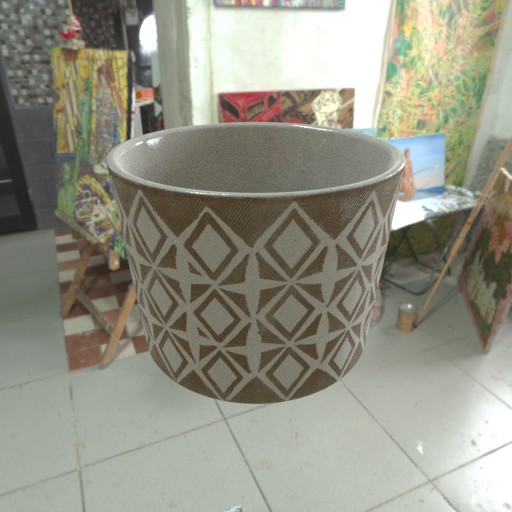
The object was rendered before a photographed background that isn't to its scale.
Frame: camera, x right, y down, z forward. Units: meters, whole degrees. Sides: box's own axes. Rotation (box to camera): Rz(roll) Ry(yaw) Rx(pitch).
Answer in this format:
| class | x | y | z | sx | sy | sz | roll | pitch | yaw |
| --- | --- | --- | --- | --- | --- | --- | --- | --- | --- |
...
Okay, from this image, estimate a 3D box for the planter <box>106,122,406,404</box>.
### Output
| class | x | y | z | sx | sy | sz | roll | pitch | yaw |
| --- | --- | --- | --- | --- | --- | --- | --- | --- | --- |
| planter | 0.000 | 0.000 | 0.451 | 0.260 | 0.220 | 0.260 | 0 | 27 | 0 |
